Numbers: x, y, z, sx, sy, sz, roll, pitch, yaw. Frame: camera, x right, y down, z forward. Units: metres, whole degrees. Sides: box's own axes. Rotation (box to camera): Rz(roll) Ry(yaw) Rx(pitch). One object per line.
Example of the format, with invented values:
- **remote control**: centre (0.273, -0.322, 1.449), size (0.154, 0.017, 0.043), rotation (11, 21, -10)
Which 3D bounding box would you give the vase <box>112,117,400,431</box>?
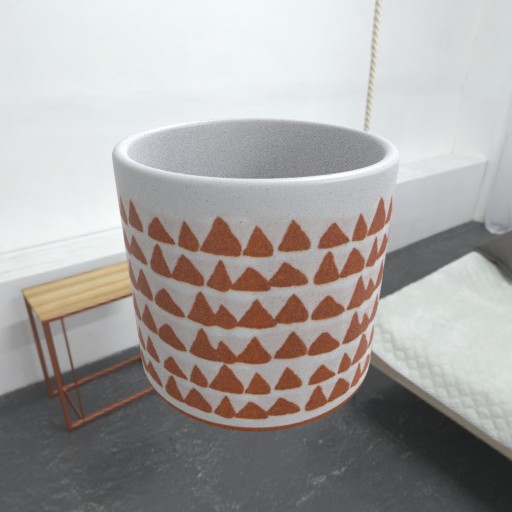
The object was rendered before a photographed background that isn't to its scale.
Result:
- **vase**: centre (0.000, 0.000, 0.246), size (0.137, 0.127, 0.137), rotation (0, 27, 0)
